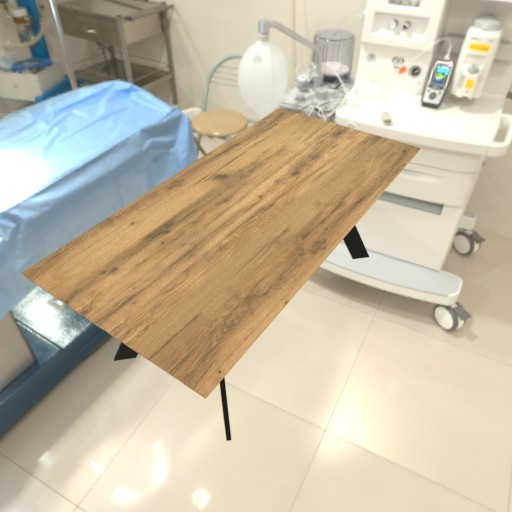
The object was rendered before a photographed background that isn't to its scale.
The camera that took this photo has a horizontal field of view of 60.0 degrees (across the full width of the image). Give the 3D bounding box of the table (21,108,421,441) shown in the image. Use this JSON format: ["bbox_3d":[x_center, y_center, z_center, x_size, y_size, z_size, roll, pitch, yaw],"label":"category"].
[{"bbox_3d":[0.000,0.000,2.502,1.000,0.770,2.000,25,48,25],"label":"table"}]
